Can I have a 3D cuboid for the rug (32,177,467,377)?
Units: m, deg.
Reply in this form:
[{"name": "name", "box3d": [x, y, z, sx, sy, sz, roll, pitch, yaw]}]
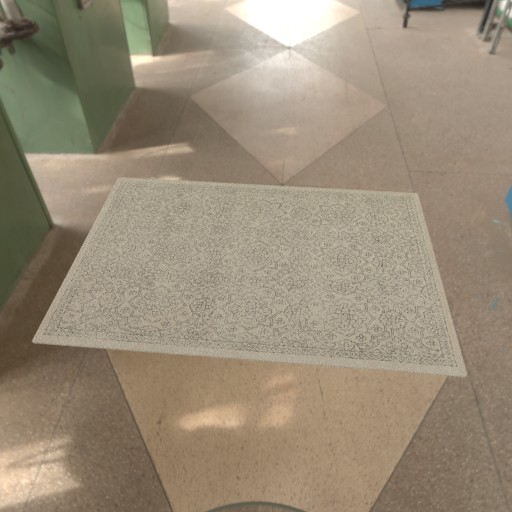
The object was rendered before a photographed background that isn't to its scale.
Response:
[{"name": "rug", "box3d": [0.000, 0.000, 2.274, 1.829, 0.010, 1.219, 4, 45, 4]}]
